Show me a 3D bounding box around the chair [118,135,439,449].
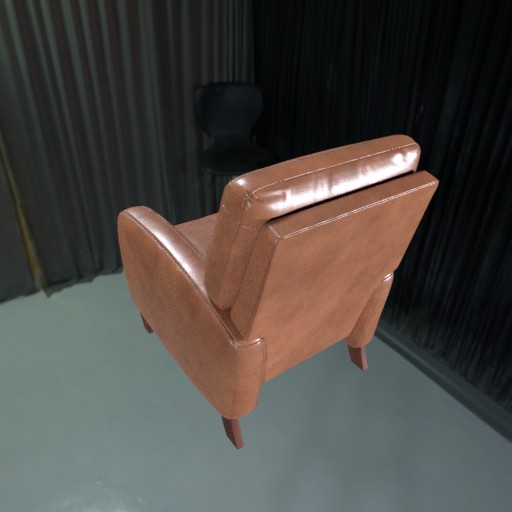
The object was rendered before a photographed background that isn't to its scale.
[{"bbox_3d":[0.000,0.000,1.671,0.762,0.990,0.990,-21,37,-30],"label":"chair"}]
